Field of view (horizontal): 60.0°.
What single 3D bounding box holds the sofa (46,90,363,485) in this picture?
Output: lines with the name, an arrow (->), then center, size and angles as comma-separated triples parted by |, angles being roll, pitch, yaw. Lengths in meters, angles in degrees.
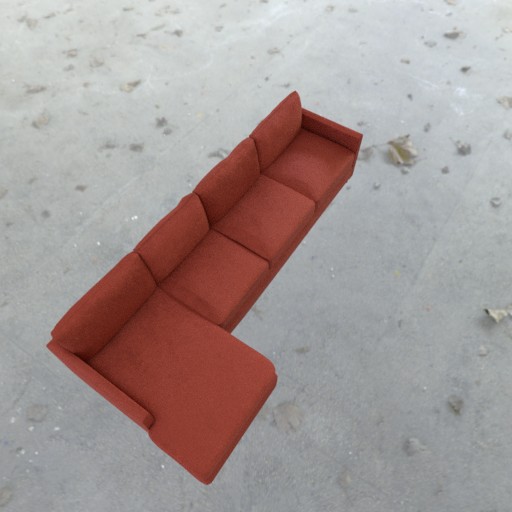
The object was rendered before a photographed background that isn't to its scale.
sofa -> 0.000, 0.000, 3.970 | 1.500, 0.967, 3.400 | 30, 62, 18
